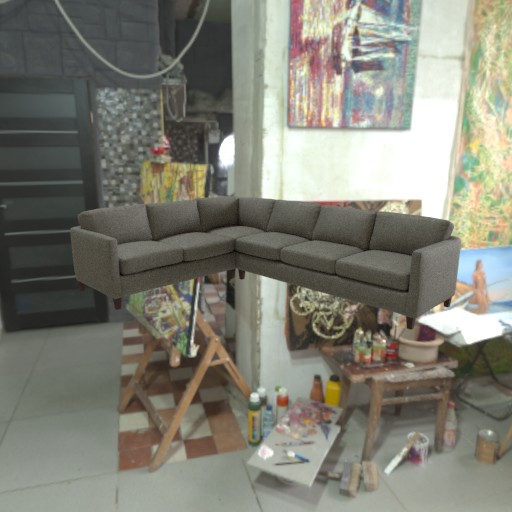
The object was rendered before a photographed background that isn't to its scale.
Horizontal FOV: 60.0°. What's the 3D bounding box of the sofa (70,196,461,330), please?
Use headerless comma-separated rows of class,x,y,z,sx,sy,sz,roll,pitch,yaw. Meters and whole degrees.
sofa,0.000,0.000,4.684,3.302,0.947,2.593,13,19,43
